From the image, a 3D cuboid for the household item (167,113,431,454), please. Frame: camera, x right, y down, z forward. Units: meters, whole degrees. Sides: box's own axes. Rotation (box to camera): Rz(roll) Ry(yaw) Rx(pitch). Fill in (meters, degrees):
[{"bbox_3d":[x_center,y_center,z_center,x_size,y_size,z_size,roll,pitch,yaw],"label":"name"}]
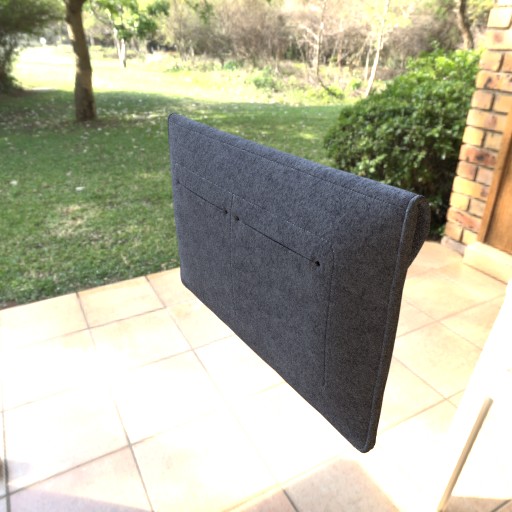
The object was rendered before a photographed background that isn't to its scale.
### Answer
[{"bbox_3d":[0.000,0.000,0.430,0.057,0.221,0.335,-18,32,-30],"label":"household item"}]
